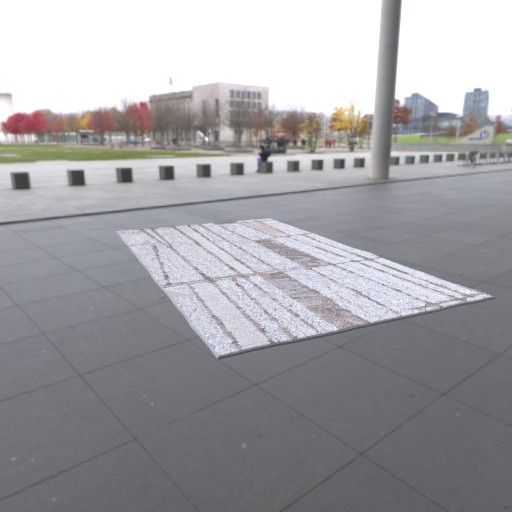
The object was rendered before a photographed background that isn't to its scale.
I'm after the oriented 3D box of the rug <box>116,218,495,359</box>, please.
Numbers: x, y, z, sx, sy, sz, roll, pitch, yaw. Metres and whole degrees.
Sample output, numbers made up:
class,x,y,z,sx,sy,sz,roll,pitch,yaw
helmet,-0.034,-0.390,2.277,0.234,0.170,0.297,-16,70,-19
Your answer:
class,x,y,z,sx,sy,sz,roll,pitch,yaw
rug,0.000,0.000,1.042,0.515,0.007,0.867,-7,16,-24
